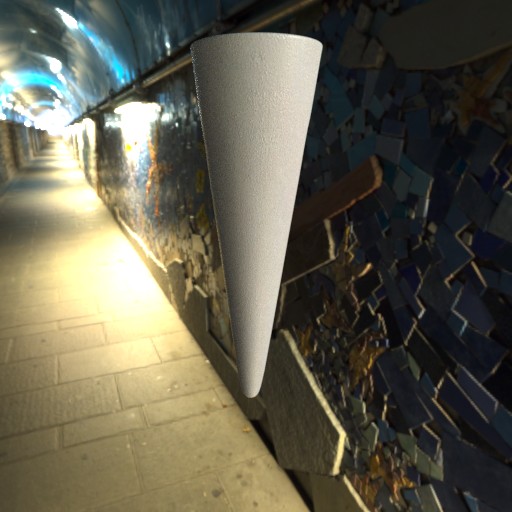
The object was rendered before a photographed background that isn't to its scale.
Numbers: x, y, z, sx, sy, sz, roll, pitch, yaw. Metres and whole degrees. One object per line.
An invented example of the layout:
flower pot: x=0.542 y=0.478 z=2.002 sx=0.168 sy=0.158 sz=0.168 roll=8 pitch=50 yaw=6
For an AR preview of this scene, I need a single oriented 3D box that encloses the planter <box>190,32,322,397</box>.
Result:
planter: x=0.000 y=0.000 z=0.222 sx=0.057 sy=0.191 sz=0.064 roll=-2 pitch=16 yaw=-8
